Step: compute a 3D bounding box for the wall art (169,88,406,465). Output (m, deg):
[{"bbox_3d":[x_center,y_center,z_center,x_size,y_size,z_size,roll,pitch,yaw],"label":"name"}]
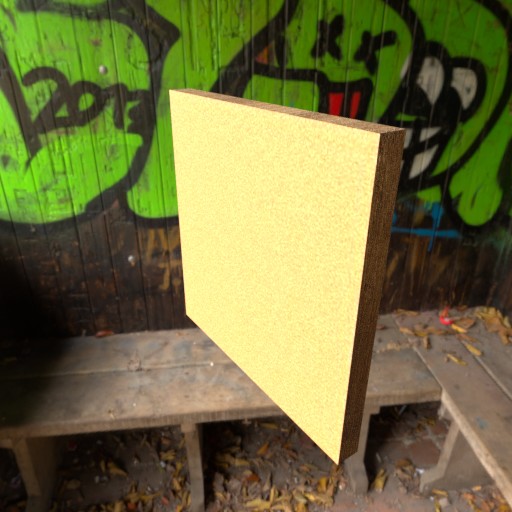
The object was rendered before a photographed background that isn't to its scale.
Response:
[{"bbox_3d":[0.000,0.000,0.616,0.039,0.403,0.406,-18,31,-31],"label":"wall art"}]
